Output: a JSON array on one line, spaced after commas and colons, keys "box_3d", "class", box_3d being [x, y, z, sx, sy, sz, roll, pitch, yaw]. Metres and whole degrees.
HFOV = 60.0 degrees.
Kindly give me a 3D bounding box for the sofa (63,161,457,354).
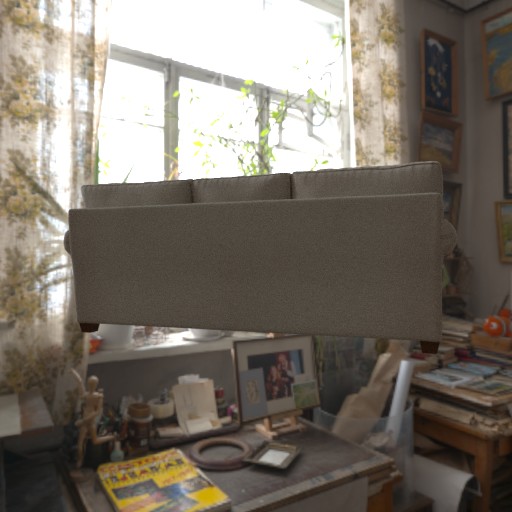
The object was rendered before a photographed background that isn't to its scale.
[{"box_3d": [0.000, 0.000, 2.849, 2.312, 0.975, 0.965, 0, -1, 18], "class": "sofa"}]
